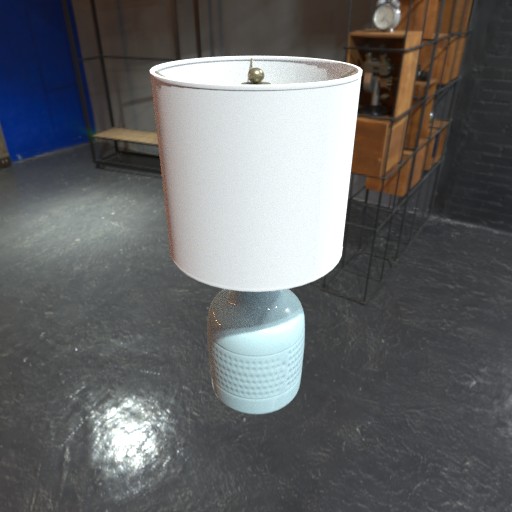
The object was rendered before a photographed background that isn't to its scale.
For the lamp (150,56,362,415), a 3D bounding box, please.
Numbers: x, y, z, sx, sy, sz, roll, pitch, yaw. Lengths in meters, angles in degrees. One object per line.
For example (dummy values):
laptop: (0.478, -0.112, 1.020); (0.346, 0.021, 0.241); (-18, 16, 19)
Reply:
lamp: (0.000, 0.000, 1.106); (0.418, 0.871, 0.418); (20, 36, 30)
